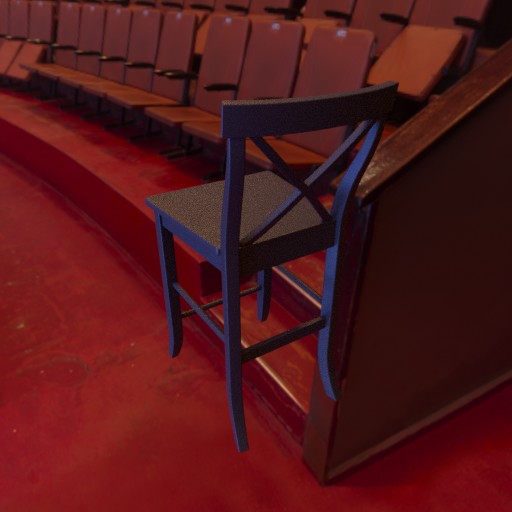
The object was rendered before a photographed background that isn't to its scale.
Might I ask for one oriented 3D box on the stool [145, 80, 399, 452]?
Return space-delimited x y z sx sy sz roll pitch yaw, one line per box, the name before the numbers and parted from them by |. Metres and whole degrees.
stool | 0.000 0.000 1.299 0.452 0.989 0.559 -18 34 -27
